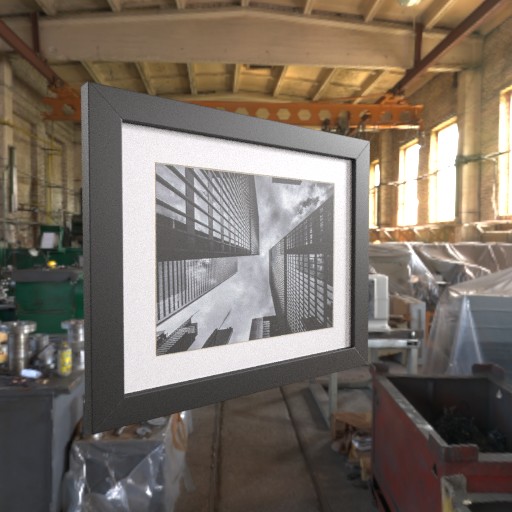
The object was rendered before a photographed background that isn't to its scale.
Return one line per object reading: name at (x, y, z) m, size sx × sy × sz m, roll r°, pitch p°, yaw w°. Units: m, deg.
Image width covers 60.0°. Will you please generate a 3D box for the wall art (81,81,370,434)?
wall art at (0.000, 0.000, 0.747) m, size 0.558 × 0.457 × 0.031 m, roll -1°, pitch 2°, yaw -37°
